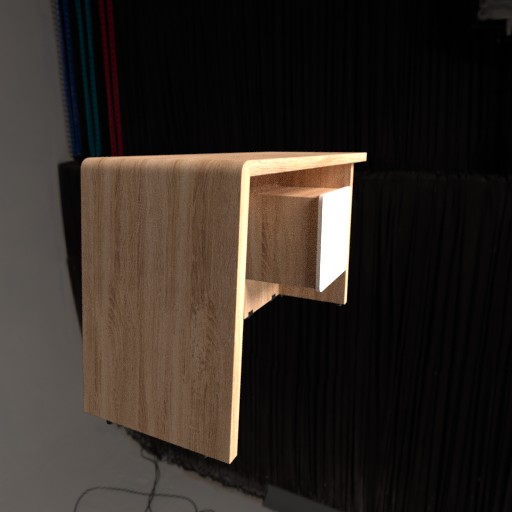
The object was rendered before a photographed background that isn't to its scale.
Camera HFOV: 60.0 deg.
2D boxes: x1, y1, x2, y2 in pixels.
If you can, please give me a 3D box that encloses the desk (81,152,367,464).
[{"bbox_3d":[0.000,0.000,1.685,0.500,0.750,1.300,7,16,26],"label":"desk"}]
